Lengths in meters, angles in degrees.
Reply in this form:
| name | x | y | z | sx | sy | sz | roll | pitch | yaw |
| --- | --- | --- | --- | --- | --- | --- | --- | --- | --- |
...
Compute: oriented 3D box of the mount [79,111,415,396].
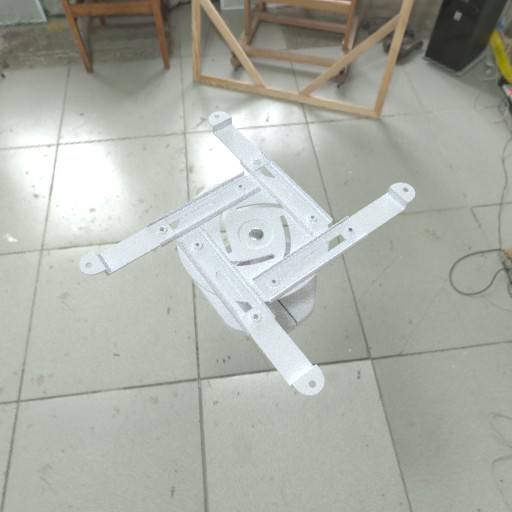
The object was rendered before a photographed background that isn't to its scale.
| name | x | y | z | sx | sy | sz | roll | pitch | yaw |
| --- | --- | --- | --- | --- | --- | --- | --- | --- | --- |
| mount | 0.000 | 0.000 | 0.596 | 0.394 | 0.141 | 0.394 | -32 | 64 | -18 |
